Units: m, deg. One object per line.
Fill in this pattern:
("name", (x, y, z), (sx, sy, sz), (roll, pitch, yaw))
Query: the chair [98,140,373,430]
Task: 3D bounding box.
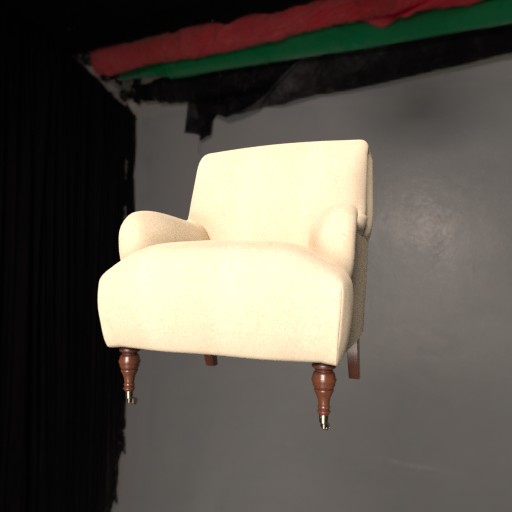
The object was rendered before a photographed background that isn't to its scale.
("chair", (0.000, 0.000, 1.573), (0.766, 0.944, 0.842), (0, -1, 20))
